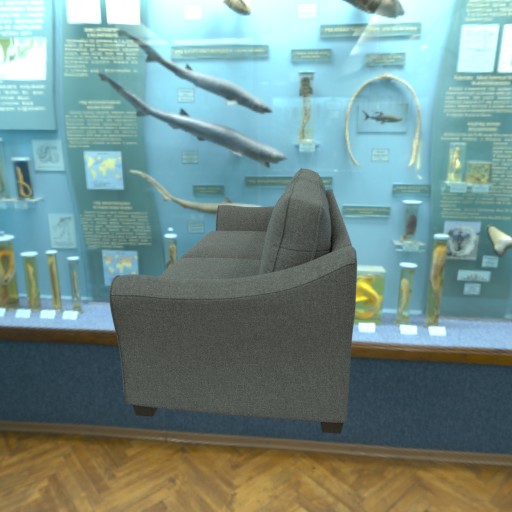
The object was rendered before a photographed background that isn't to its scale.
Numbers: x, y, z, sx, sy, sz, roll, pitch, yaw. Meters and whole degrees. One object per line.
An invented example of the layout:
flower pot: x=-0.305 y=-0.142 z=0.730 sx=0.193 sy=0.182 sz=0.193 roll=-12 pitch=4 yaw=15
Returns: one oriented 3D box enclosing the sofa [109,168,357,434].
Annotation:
sofa: x=0.000 y=0.000 z=2.744 sx=1.013 sy=0.976 sz=2.203 roll=2 pitch=15 yaw=7
